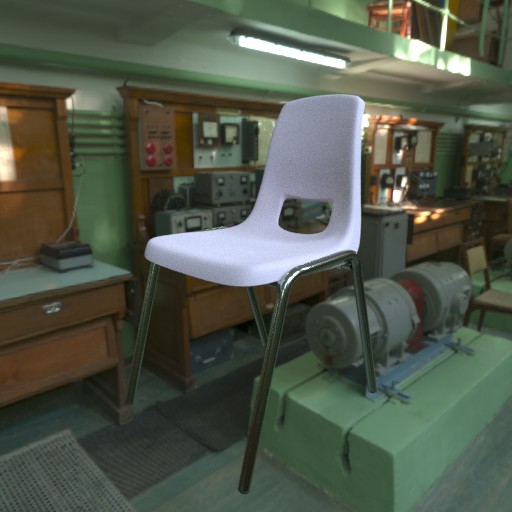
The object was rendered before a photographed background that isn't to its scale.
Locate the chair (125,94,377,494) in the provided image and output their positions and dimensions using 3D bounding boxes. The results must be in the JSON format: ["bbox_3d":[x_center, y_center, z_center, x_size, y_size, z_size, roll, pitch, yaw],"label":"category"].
[{"bbox_3d":[0.000,0.000,0.907,0.381,0.653,0.436,13,19,43],"label":"chair"}]
